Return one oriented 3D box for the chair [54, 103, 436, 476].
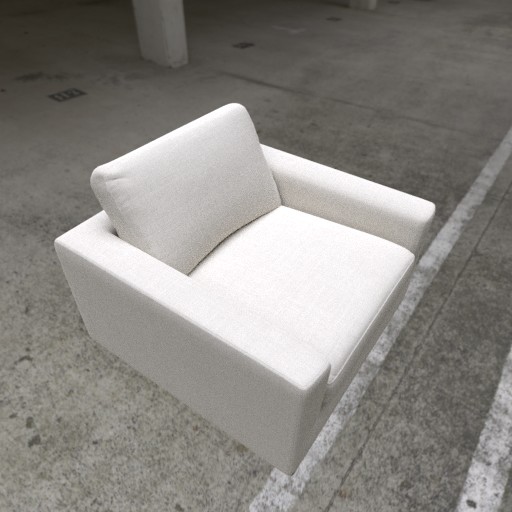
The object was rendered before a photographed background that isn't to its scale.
[{"bbox_3d":[0.000,0.000,1.834,1.100,0.876,1.070,25,47,26],"label":"chair"}]
